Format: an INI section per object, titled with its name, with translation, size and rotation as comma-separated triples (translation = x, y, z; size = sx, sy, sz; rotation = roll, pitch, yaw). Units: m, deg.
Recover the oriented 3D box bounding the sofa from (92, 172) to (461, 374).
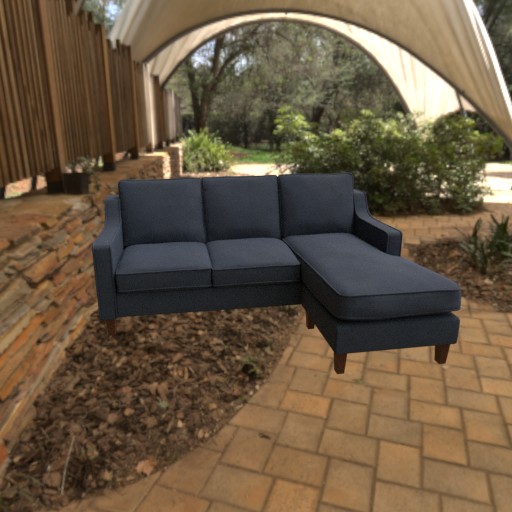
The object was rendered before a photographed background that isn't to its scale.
[sofa]
translation = 0.000, 0.000, 3.350
size = 2.317, 1.066, 1.858
rotation = -3, 17, -9
